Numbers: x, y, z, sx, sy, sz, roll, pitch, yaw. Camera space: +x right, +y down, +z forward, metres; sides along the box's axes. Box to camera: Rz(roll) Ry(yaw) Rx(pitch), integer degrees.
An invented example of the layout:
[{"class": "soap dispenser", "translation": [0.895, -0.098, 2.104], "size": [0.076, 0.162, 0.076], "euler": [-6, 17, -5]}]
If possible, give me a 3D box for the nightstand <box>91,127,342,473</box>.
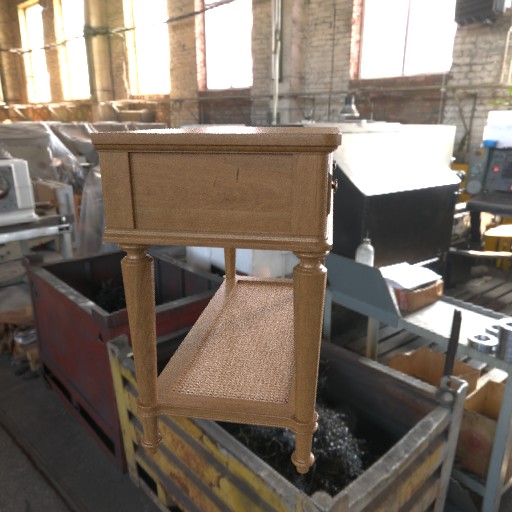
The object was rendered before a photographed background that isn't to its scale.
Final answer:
[{"class": "nightstand", "translation": [0.000, 0.000, 1.271], "size": [0.432, 0.700, 0.914], "euler": [3, 17, 9]}]
